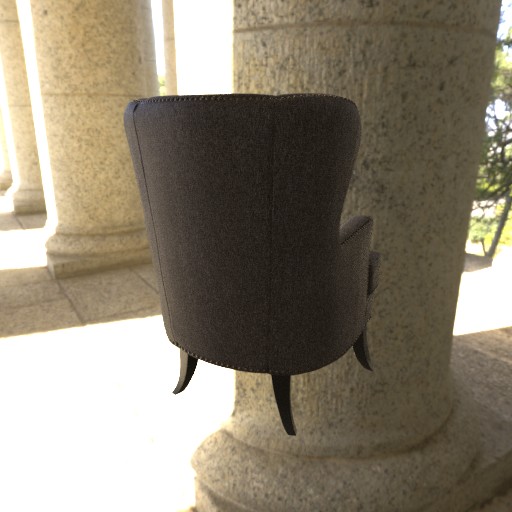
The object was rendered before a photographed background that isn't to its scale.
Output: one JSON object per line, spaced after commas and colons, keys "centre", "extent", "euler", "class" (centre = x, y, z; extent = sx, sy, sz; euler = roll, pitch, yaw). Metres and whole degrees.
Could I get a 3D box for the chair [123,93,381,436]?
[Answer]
{"centre": [0.000, 0.000, 1.589], "extent": [0.759, 1.060, 0.758], "euler": [9, 19, 27], "class": "chair"}
